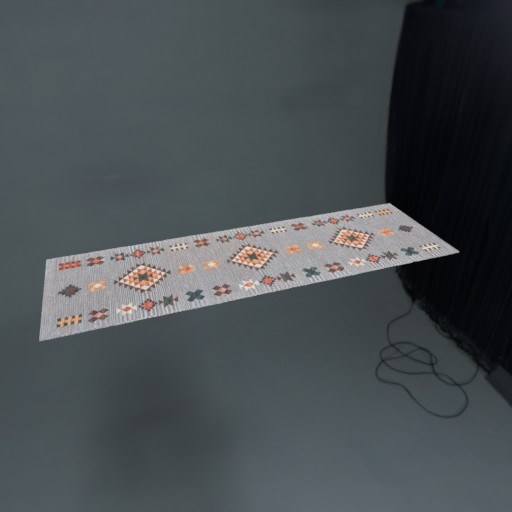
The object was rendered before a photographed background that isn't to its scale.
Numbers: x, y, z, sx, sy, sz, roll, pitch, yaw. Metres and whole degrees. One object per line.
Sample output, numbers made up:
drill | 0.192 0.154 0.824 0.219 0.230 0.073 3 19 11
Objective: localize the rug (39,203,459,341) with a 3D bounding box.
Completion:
rug | 0.000 0.000 2.735 2.432 0.008 0.766 -10 33 -16
